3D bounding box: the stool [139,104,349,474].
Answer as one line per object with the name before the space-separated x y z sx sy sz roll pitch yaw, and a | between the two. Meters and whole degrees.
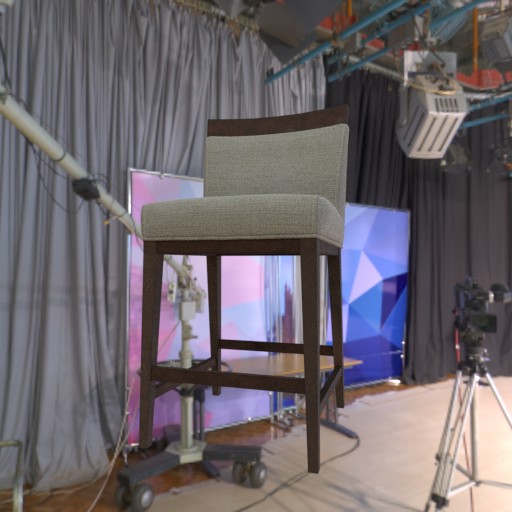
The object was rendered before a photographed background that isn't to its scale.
stool | 0.000 0.000 1.343 0.512 1.009 0.531 0 -1 18
